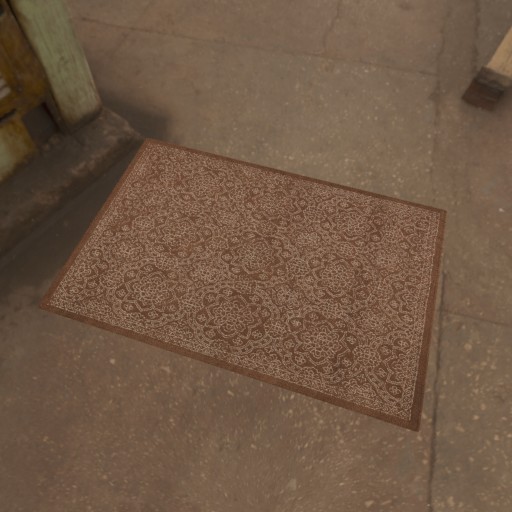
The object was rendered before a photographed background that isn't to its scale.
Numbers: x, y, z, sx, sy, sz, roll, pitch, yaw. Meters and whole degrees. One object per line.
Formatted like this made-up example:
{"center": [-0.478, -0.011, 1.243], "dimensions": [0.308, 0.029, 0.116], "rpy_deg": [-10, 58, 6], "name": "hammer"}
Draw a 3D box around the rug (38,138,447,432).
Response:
{"center": [0.000, 0.000, 2.298], "dimensions": [1.829, 0.010, 1.219], "rpy_deg": [16, 59, 9], "name": "rug"}
